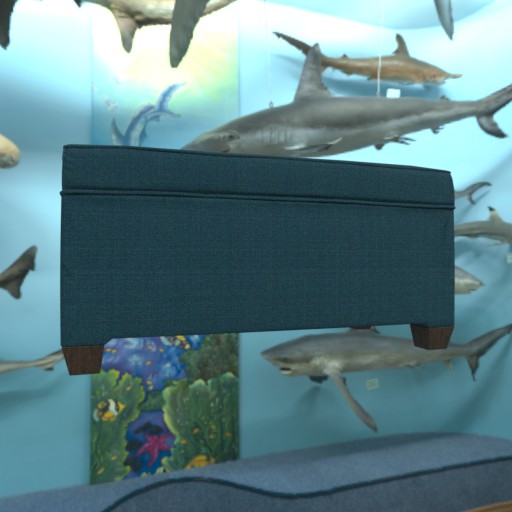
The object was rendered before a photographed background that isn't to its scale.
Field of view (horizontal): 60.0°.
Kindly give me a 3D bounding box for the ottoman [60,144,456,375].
[{"bbox_3d":[0.000,0.000,1.193,0.943,0.474,0.474,0,-1,-17],"label":"ottoman"}]
